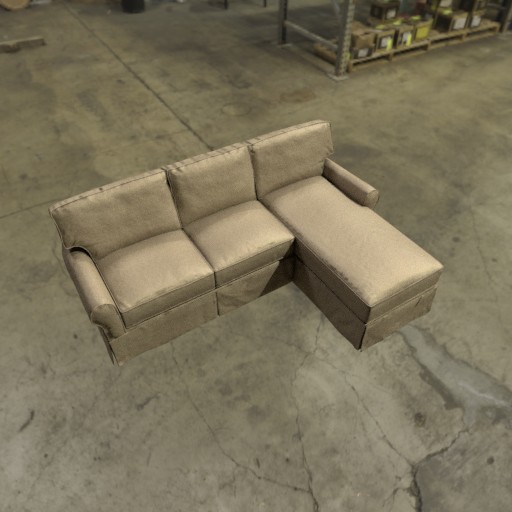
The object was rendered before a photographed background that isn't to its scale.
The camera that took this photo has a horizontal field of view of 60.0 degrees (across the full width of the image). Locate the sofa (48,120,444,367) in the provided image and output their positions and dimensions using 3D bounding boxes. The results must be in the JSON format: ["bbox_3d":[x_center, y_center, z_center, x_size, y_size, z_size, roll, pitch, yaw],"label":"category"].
[{"bbox_3d":[0.000,0.000,3.316,2.475,0.978,1.733,-24,49,-22],"label":"sofa"}]
